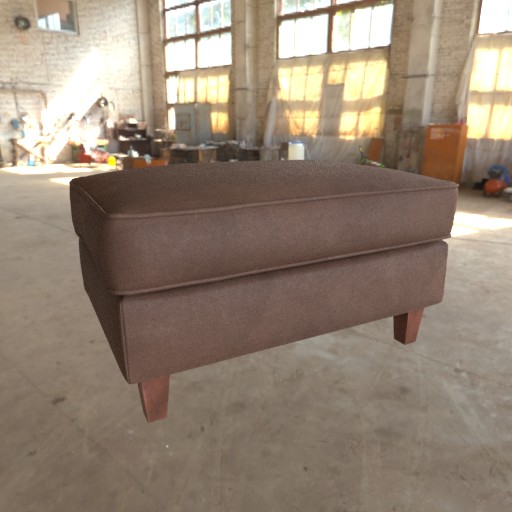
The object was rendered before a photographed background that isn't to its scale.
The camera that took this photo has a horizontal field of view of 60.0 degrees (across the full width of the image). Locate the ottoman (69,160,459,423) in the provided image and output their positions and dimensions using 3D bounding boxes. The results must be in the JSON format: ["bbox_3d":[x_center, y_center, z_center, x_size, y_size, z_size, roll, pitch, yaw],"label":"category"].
[{"bbox_3d":[0.000,0.000,1.187,0.860,0.481,0.596,-9,19,-26],"label":"ottoman"}]
